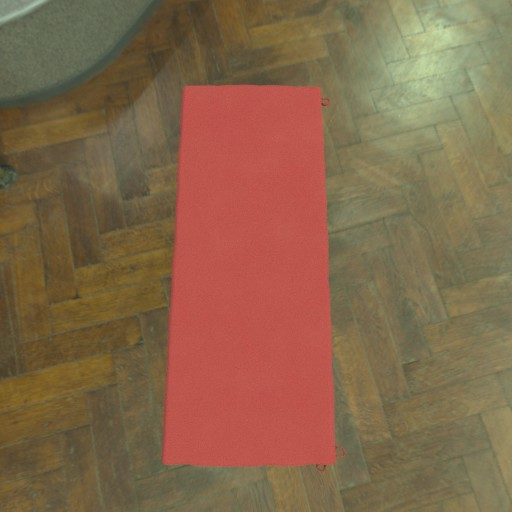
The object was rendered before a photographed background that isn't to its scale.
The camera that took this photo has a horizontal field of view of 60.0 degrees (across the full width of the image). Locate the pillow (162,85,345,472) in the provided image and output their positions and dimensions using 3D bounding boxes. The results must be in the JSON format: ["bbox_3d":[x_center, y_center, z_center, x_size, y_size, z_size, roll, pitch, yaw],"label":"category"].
[{"bbox_3d":[0.000,0.000,1.325,0.492,0.081,1.187,0,75,0],"label":"pillow"}]
